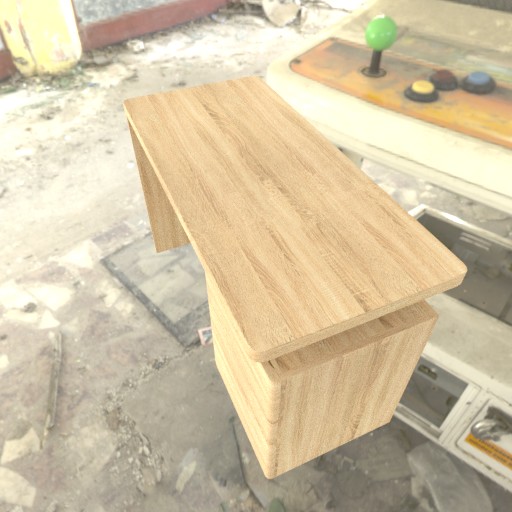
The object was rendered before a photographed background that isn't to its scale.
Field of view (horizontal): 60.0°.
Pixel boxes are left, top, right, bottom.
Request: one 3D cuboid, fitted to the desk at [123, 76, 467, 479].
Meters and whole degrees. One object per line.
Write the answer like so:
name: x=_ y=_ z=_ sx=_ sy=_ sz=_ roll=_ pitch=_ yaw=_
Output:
desk: x=0.000 y=0.000 z=1.592 sx=0.550 sy=0.760 sz=1.200 roll=-18 pitch=47 yaw=-17
